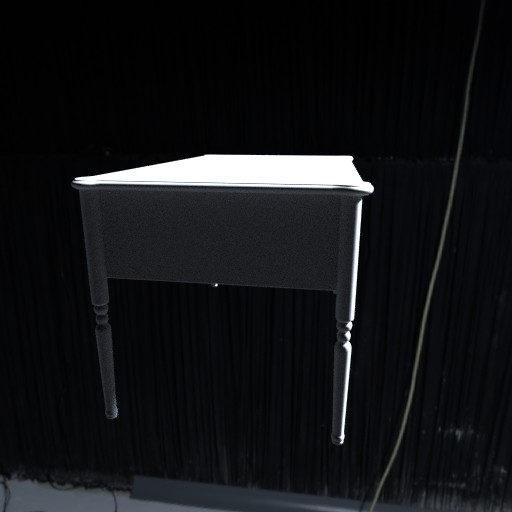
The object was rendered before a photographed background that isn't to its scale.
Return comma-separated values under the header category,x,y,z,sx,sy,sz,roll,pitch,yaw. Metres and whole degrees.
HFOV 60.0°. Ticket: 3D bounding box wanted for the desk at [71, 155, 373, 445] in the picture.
category,x,y,z,sx,sy,sz,roll,pitch,yaw
desk,0.000,0.000,1.868,0.807,0.762,1.380,3,16,9
